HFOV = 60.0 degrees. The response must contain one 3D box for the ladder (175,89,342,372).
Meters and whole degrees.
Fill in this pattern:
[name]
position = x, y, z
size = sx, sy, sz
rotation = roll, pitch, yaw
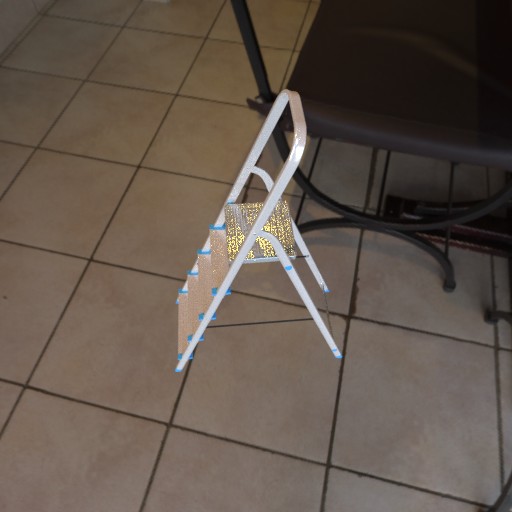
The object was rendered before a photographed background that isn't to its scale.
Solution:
[ladder]
position = 0.000, 0.000, 2.043
size = 0.990, 1.648, 0.468
rotation = -4, 57, -3
